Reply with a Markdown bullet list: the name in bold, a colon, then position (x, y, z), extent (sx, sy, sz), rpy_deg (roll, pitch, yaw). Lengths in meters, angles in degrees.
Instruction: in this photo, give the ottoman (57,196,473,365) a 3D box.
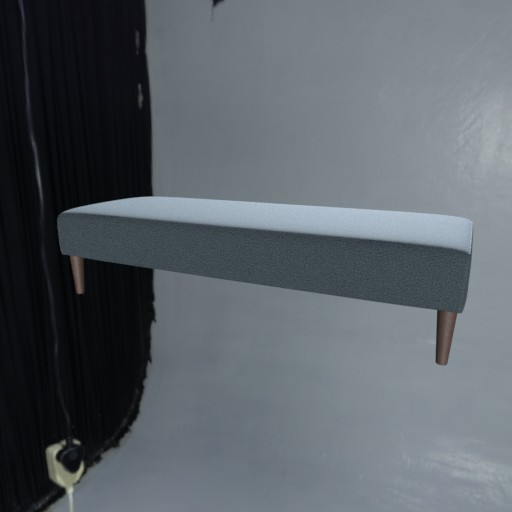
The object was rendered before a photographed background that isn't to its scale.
- **ottoman**: position (0.000, 0.000, 1.853), extent (1.609, 0.393, 0.646), rpy_deg (7, 16, 25)
